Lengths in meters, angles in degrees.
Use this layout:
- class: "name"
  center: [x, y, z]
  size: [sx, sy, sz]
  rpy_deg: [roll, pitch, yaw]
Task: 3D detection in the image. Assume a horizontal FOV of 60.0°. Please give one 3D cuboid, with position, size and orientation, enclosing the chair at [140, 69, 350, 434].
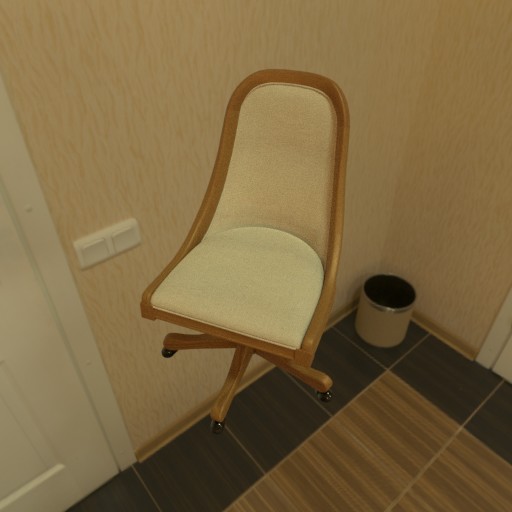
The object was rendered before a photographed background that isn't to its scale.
- class: "chair"
  center: [0.000, 0.000, 1.519]
  size: [0.702, 1.009, 0.811]
  rpy_deg: [14, 41, 16]
